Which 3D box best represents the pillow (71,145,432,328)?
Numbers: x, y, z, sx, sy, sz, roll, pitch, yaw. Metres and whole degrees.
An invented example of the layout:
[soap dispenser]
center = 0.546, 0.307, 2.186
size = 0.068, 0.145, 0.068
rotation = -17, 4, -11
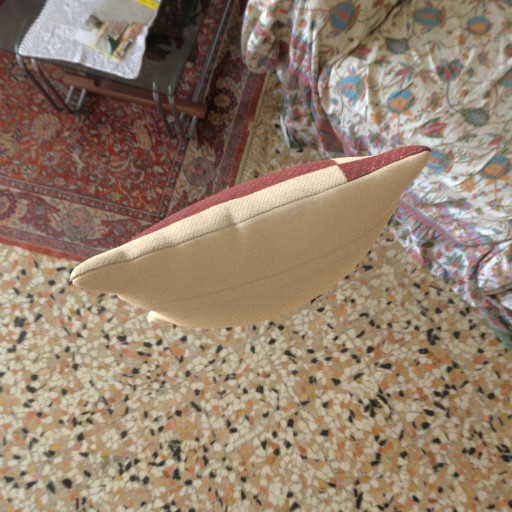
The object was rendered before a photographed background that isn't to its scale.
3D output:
[pillow]
center = 0.000, 0.000, 0.817
size = 0.536, 0.506, 0.229
rotation = -20, 77, -5
